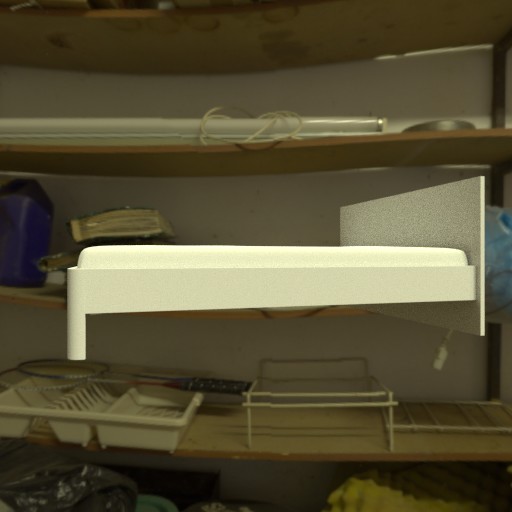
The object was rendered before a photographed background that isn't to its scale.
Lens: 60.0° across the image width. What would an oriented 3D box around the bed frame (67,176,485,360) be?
[{"bbox_3d":[0.000,0.000,2.660,1.950,0.800,1.490,0,0,-17],"label":"bed frame"}]
